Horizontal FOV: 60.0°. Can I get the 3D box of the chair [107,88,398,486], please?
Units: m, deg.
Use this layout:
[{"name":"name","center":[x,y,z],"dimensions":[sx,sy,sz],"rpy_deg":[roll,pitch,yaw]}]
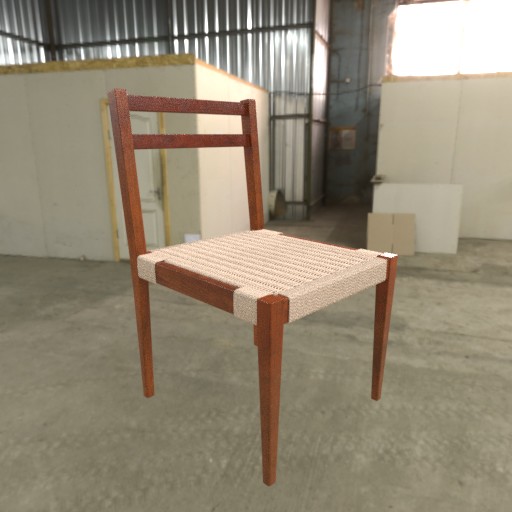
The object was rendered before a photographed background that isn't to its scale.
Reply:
[{"name":"chair","center":[0.000,0.000,1.199],"dimensions":[0.569,0.851,0.495],"rpy_deg":[15,21,43]}]
